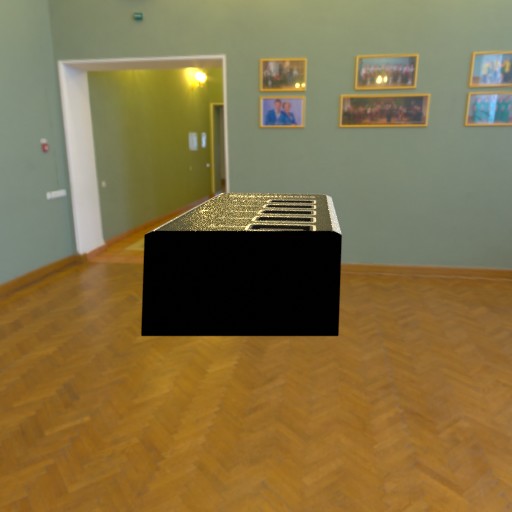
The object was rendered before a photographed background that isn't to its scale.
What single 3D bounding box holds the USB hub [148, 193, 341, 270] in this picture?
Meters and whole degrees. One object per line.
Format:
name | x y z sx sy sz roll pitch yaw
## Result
USB hub | 0.000 0.000 0.124 0.044 0.023 0.110 2 15 7
